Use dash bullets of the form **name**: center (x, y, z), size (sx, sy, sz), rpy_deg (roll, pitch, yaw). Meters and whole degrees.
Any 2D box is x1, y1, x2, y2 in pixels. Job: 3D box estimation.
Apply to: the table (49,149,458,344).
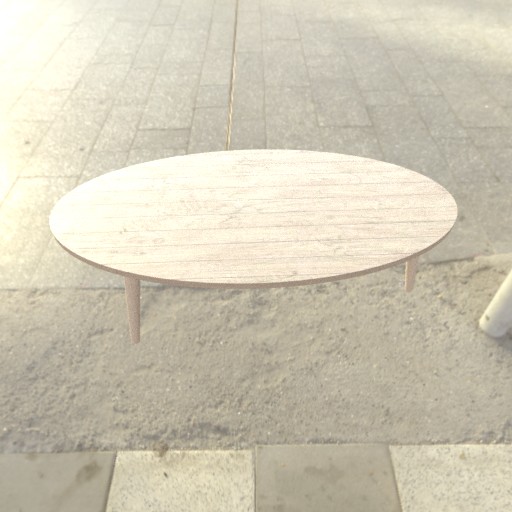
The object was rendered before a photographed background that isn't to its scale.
- **table**: center (0.000, 0.000, 1.330), size (1.083, 0.390, 0.542), rpy_deg (-2, 46, -2)
